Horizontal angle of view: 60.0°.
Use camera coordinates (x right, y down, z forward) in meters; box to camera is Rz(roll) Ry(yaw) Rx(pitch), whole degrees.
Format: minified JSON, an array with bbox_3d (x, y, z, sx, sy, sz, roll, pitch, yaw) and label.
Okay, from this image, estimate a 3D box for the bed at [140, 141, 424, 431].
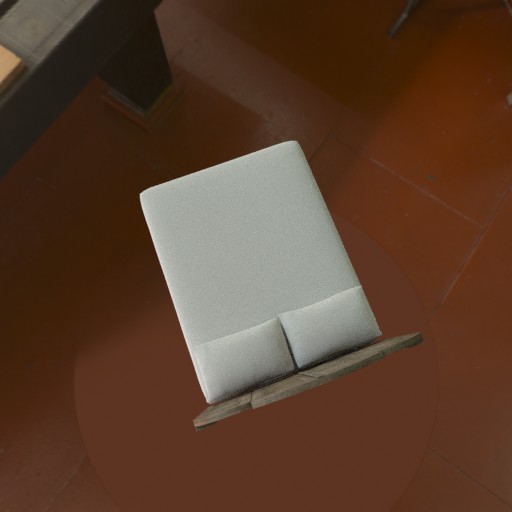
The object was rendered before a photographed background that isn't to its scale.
[{"bbox_3d":[0.000,0.000,3.587,1.713,2.019,2.138,-20,77,-5],"label":"bed"}]
